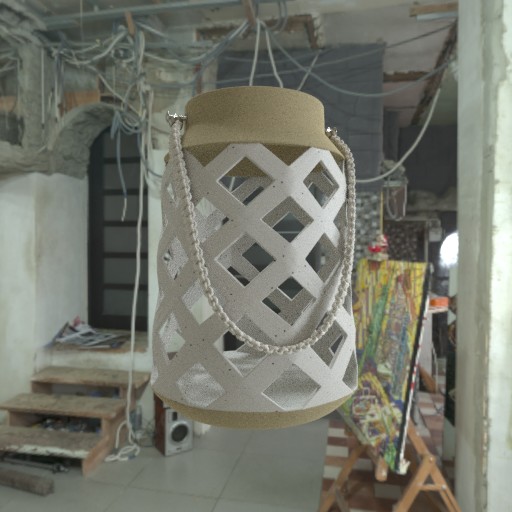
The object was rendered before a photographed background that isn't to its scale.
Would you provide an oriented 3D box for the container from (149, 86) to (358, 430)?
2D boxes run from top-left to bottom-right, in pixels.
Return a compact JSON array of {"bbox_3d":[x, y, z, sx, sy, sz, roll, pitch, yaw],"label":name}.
[{"bbox_3d":[0.000,0.000,0.347,0.163,0.229,0.172,0,1,-18],"label":"container"}]
